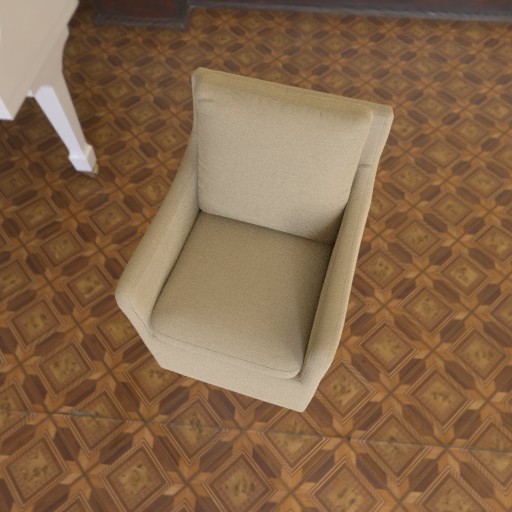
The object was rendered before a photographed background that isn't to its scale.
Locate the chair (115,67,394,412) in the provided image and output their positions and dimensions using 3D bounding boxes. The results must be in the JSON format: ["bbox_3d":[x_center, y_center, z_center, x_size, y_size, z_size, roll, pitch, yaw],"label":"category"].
[{"bbox_3d":[0.000,0.000,1.432,0.626,0.914,0.694,15,60,9],"label":"chair"}]
